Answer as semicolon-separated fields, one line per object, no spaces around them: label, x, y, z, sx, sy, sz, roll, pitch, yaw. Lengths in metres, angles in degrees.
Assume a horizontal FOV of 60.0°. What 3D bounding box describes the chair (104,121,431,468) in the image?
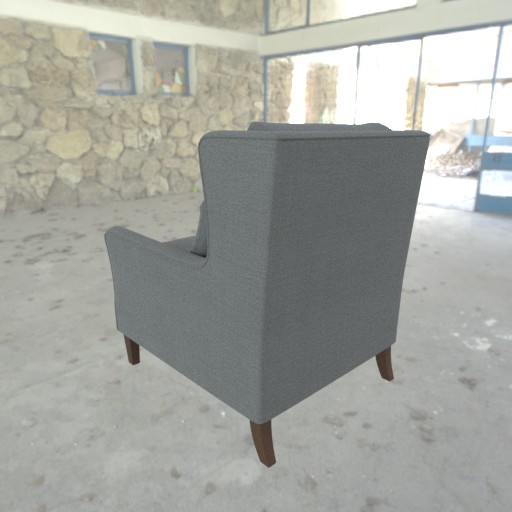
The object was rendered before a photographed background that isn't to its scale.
chair;0.000;0.000;1.831;0.866;1.056;1.040;-15;22;-41
